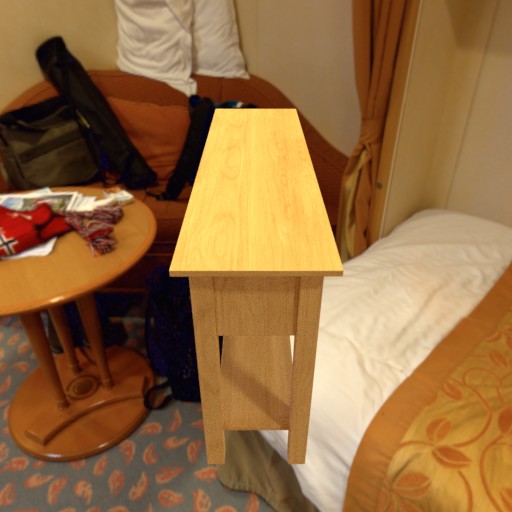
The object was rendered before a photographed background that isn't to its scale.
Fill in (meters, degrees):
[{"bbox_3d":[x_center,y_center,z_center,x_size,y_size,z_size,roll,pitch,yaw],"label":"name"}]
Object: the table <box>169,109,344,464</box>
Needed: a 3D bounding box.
[{"bbox_3d":[0.000,0.000,1.605,0.350,0.730,1.240,0,33,0],"label":"table"}]
